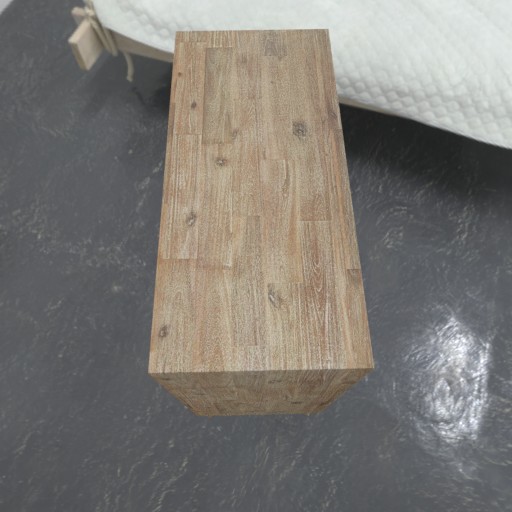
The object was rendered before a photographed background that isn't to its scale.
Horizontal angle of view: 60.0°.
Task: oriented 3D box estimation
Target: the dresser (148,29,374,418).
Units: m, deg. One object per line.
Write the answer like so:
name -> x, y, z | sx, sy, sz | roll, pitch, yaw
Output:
dresser -> 0.000, 0.000, 1.566 | 0.455, 1.029, 0.998 | -1, 65, -1
